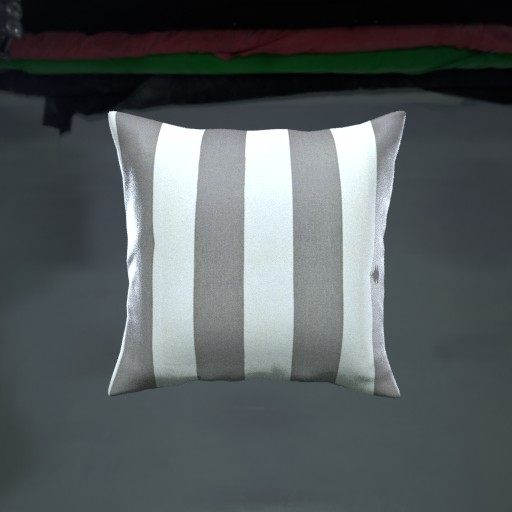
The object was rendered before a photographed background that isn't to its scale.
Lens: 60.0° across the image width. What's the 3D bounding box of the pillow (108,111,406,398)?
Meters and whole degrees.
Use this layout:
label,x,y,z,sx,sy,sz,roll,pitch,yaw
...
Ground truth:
label,x,y,z,sx,sy,sz,roll,pitch,yaw
pillow,0.000,0.000,0.782,0.522,0.507,0.192,0,1,-1
